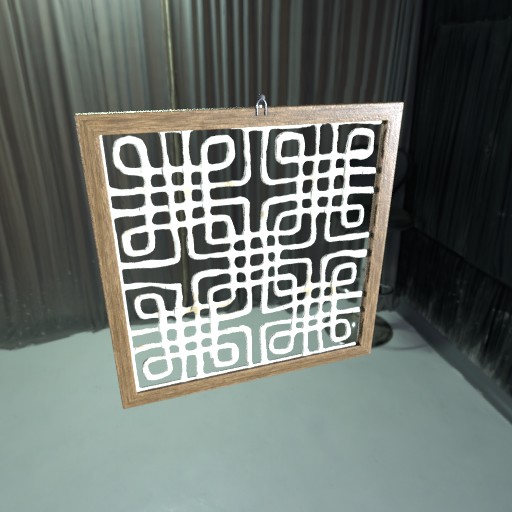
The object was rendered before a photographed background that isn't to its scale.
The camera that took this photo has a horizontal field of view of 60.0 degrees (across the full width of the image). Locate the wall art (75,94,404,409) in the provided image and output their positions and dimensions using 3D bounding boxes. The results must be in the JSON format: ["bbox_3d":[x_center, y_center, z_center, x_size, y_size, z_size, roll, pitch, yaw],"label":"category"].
[{"bbox_3d":[0.000,0.000,0.844,0.561,0.582,0.021,-8,26,-17],"label":"wall art"}]
